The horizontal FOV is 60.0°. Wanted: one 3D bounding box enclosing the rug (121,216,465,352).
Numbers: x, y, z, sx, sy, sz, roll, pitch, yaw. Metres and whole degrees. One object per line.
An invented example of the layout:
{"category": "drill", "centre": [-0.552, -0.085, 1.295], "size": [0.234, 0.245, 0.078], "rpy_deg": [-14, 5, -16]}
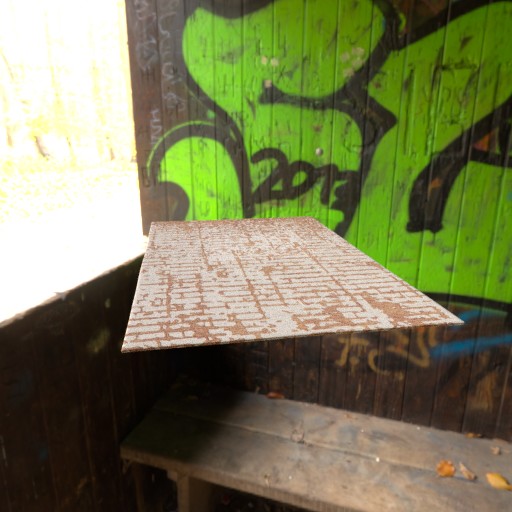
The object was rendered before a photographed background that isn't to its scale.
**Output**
{"category": "rug", "centre": [0.000, 0.000, 3.043], "size": [1.517, 0.011, 2.435], "rpy_deg": [-3, 17, -9]}
